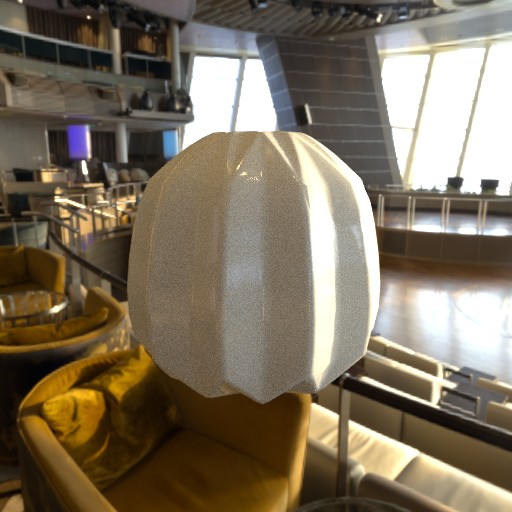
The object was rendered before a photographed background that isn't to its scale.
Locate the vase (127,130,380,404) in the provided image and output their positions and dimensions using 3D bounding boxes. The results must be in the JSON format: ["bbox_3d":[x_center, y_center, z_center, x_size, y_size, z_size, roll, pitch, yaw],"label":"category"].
[{"bbox_3d":[0.000,0.000,0.251,0.139,0.134,0.139,0,12,0],"label":"vase"}]
